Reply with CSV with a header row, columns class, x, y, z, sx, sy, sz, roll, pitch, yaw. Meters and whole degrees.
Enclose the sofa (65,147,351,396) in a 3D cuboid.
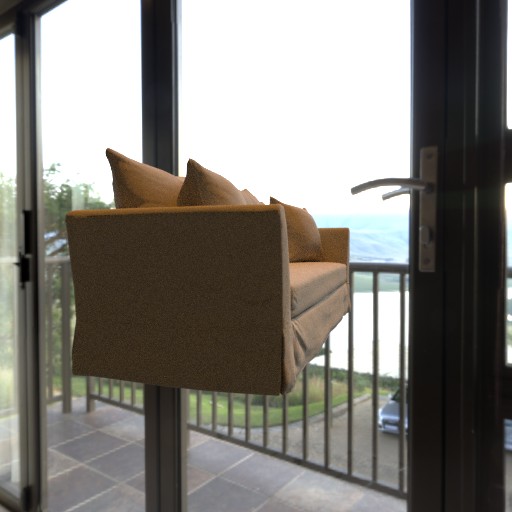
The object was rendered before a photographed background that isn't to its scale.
class,x,y,z,sx,sy,sz,roll,pitch,yaw
sofa,0.000,0.000,2.994,1.046,1.047,2.499,0,1,18
